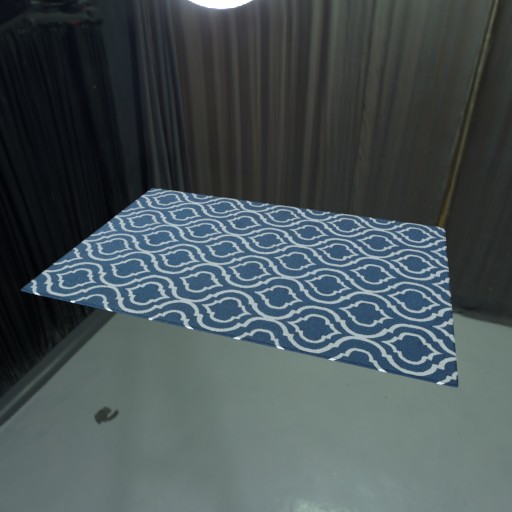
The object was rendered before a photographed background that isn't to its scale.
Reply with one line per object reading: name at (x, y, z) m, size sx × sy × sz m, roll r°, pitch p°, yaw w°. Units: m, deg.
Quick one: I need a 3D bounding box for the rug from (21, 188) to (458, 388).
rug at (0.000, 0.000, 2.133) m, size 1.753 × 0.010 × 1.143 m, roll 10°, pitch 33°, yaw 15°
